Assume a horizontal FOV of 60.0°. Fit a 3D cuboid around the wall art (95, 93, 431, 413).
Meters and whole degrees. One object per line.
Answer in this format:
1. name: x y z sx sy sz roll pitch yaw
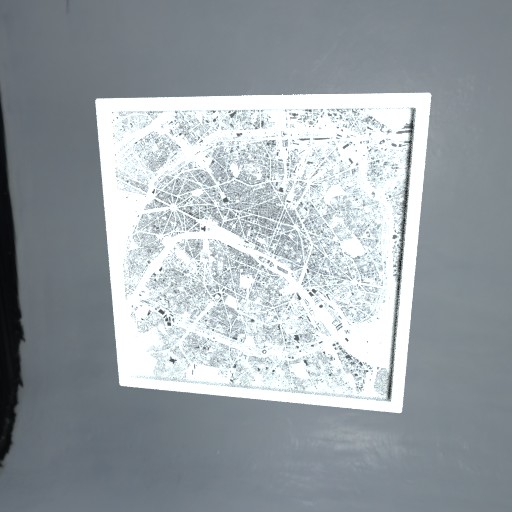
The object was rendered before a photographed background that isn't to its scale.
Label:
1. wall art: 0.000 0.000 0.452 0.305 0.305 0.038 2 15 10
